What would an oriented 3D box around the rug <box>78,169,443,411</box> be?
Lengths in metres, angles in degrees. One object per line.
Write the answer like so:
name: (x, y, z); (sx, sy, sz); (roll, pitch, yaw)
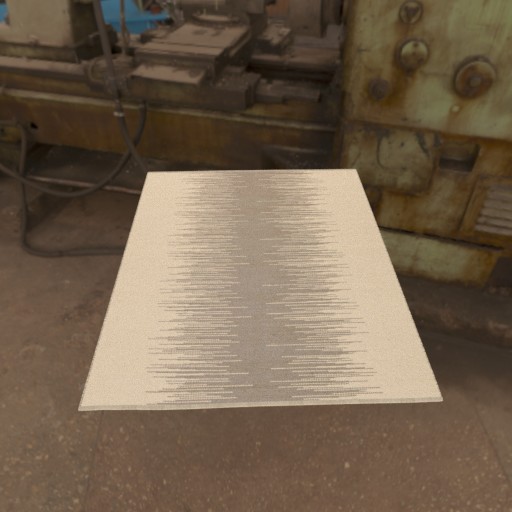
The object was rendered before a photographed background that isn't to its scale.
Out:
rug: (0.000, 0.000, 4.094); (2.453, 0.010, 3.037); (-1, 42, -1)
